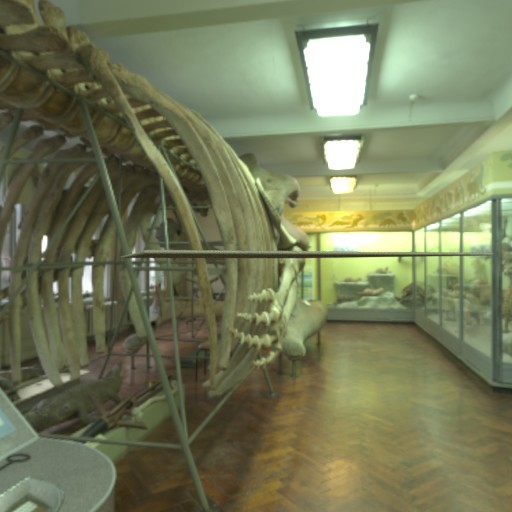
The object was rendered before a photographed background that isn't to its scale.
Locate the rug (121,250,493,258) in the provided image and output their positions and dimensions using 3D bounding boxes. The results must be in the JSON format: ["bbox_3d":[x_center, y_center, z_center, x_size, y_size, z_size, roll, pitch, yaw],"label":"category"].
[{"bbox_3d":[0.000,0.000,2.877,1.608,0.014,2.213,0,-1,-19],"label":"rug"}]
